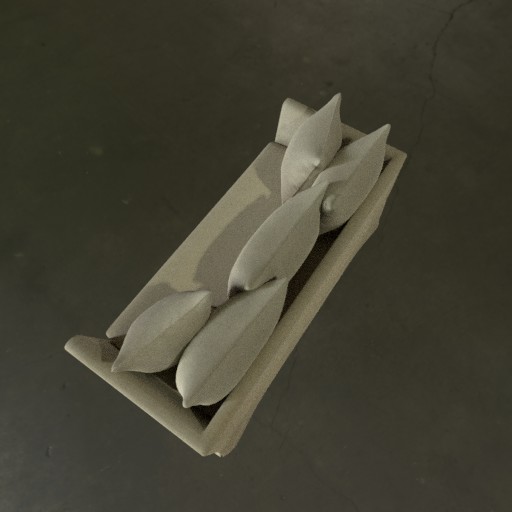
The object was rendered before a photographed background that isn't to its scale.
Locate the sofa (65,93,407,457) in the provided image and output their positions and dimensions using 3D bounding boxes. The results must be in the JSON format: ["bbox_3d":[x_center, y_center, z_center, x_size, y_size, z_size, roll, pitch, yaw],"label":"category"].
[{"bbox_3d":[0.000,0.000,2.903,1.031,1.034,2.290,31,66,15],"label":"sofa"}]
